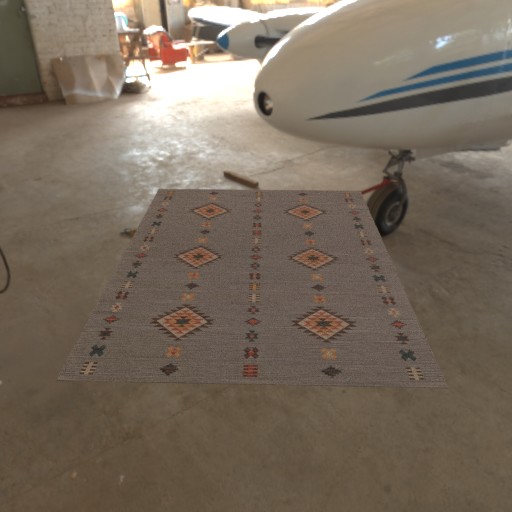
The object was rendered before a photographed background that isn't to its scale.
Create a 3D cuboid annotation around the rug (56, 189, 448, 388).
[{"bbox_3d":[0.000,0.000,4.026,2.425,0.008,3.035,1,31,1],"label":"rug"}]
